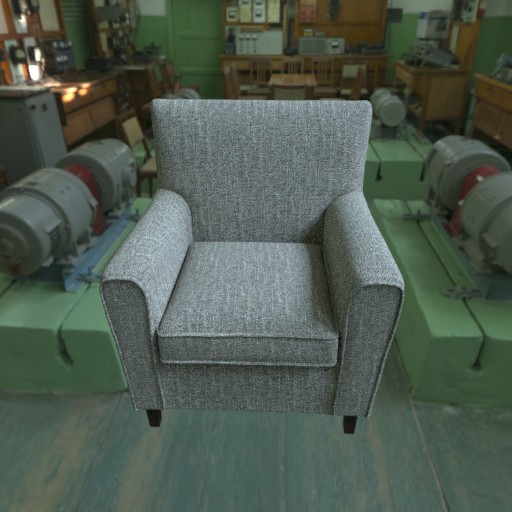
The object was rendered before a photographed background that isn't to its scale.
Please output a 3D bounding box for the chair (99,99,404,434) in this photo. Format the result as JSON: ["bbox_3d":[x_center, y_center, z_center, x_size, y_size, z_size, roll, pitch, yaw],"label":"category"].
[{"bbox_3d":[0.000,0.000,1.580,0.864,0.928,0.873,1,29,2],"label":"chair"}]
